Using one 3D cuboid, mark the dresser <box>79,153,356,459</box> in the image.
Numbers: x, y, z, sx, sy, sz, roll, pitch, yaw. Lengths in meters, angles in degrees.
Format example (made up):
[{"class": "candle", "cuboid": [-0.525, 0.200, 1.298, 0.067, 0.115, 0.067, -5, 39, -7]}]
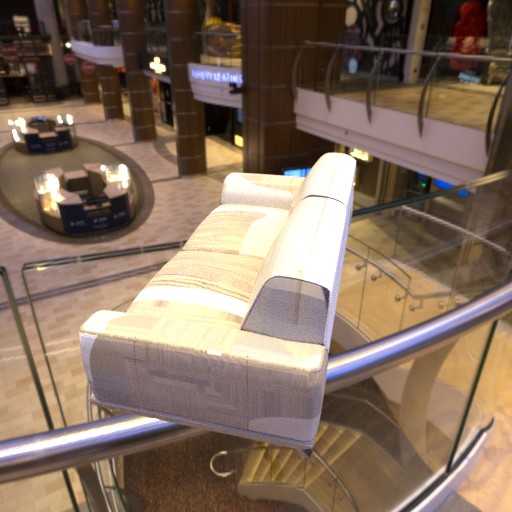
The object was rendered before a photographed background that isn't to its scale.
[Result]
[{"class": "dresser", "cuboid": [0.000, 0.000, 5.771, 2.251, 1.863, 4.679, 7, 29, 12]}]
